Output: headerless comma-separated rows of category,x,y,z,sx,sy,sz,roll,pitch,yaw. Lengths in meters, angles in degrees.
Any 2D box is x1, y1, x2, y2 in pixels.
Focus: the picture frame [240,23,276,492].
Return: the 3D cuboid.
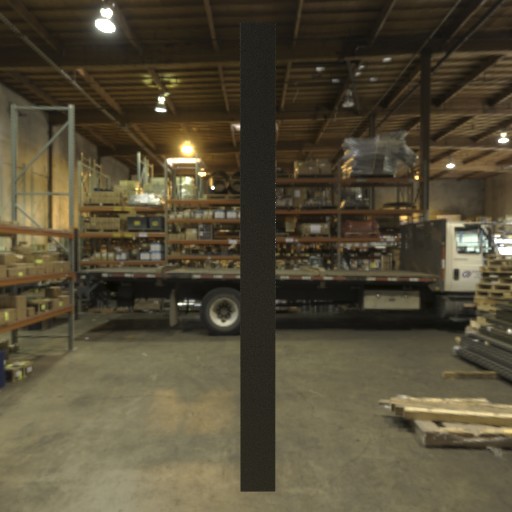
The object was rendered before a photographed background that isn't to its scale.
picture frame,0.000,0.000,1.332,0.073,0.968,0.839,0,1,-1
